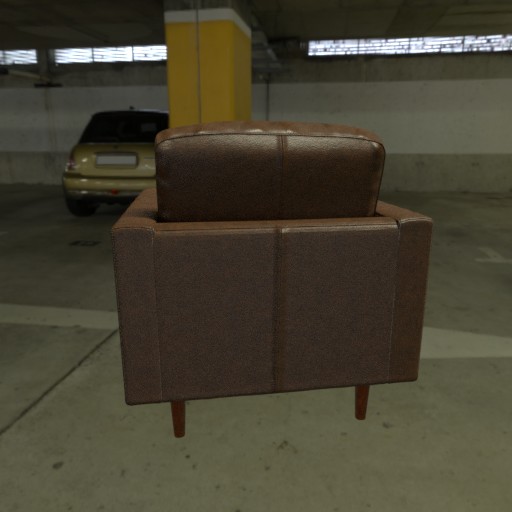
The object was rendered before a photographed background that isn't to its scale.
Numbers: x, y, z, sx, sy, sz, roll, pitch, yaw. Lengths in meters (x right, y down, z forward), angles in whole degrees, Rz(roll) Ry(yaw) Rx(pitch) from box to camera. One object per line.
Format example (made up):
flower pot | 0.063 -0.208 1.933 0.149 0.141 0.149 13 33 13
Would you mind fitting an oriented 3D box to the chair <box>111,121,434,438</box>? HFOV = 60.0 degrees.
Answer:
chair | 0.000 0.000 1.675 0.890 0.956 0.909 -2 15 -8
